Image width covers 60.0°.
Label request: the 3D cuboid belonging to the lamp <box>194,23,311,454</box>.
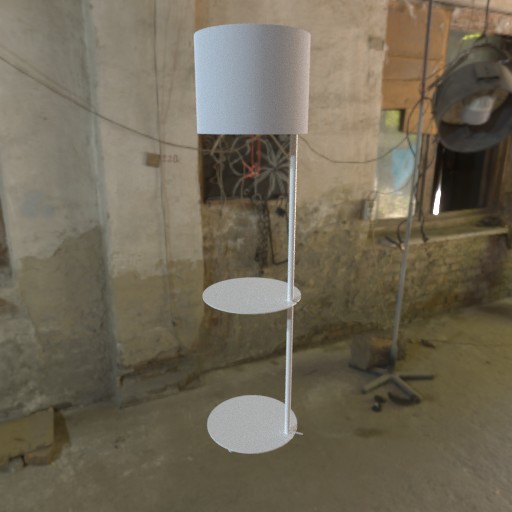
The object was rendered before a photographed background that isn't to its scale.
[{"bbox_3d":[0.000,0.000,1.622,0.405,1.465,0.372,8,18,25],"label":"lamp"}]
